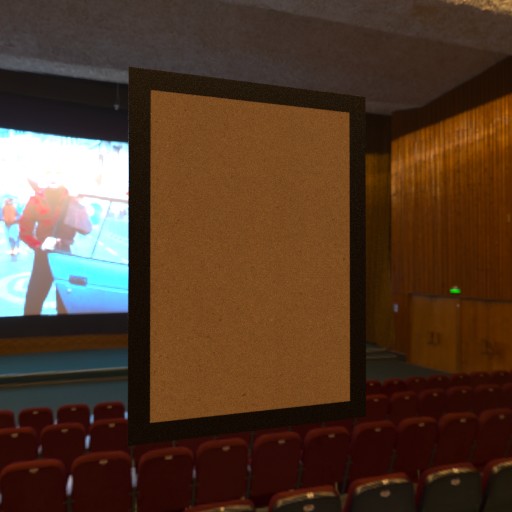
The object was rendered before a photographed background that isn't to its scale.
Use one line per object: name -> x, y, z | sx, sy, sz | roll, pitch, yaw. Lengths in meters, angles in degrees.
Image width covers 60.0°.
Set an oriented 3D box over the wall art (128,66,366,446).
wall art -> 0.000, 0.000, 0.687 | 0.381, 0.534, 0.013 | 0, -1, -18
